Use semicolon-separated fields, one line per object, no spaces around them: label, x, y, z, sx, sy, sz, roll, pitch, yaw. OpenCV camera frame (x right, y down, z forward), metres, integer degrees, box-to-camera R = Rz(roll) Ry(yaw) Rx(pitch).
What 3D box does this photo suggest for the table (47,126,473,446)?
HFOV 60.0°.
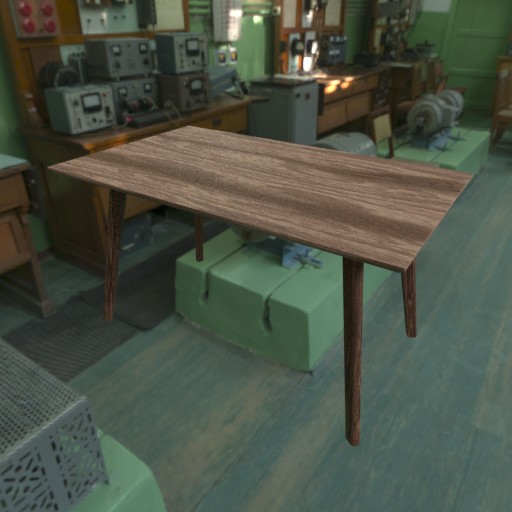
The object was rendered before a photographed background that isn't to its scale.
table;0.000;0.000;1.807;1.349;0.724;0.801;18;34;29
